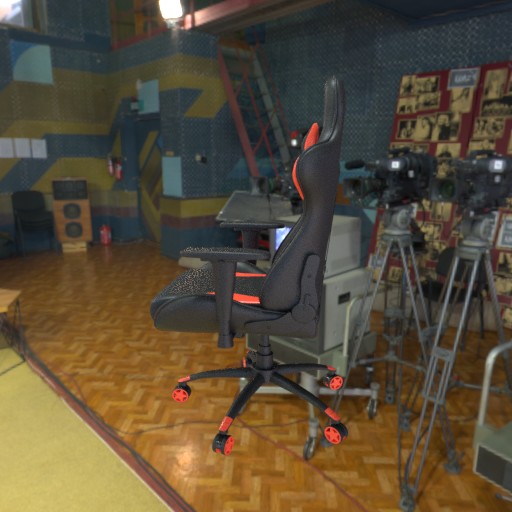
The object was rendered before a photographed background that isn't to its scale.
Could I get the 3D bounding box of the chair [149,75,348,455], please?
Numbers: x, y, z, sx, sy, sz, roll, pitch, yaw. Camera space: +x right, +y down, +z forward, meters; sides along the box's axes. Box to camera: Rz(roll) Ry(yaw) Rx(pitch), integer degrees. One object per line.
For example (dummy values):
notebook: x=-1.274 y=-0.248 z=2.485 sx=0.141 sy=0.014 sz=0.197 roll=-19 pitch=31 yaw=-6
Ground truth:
chair: x=0.000 y=0.000 z=1.709 sx=0.730 sy=1.282 sz=0.695 roll=2 pitch=13 yaw=8
